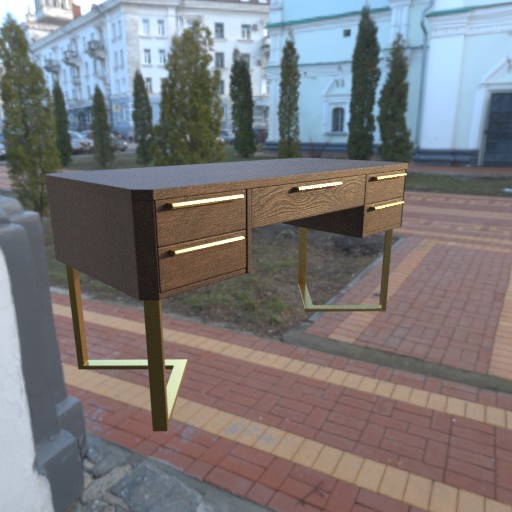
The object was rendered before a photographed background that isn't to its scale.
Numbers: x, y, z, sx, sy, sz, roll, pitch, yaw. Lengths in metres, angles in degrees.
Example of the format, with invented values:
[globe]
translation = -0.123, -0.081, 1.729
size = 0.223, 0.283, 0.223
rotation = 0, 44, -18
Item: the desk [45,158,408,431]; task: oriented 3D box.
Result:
[desk]
translation = 0.000, 0.000, 1.944
size = 0.684, 0.762, 1.479
rotation = 15, 22, 43
